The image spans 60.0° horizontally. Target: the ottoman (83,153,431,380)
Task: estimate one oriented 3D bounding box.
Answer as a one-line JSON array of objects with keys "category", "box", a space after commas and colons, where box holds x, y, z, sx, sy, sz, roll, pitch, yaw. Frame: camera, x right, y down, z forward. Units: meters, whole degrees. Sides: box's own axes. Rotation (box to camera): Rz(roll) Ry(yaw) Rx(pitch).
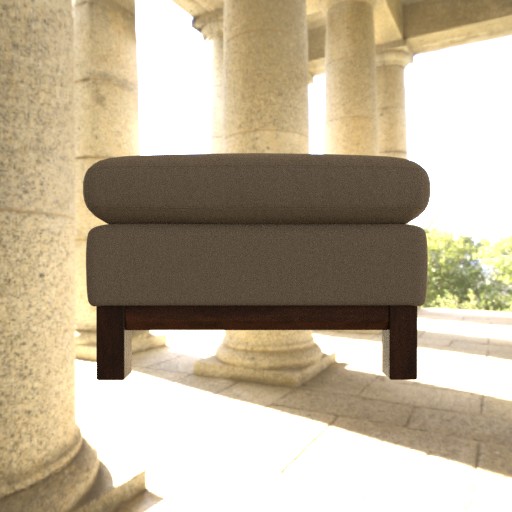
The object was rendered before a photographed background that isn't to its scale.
[{"category": "ottoman", "box": [0.000, 0.000, 1.109, 0.606, 0.420, 0.771, 0, 0, 0]}]
